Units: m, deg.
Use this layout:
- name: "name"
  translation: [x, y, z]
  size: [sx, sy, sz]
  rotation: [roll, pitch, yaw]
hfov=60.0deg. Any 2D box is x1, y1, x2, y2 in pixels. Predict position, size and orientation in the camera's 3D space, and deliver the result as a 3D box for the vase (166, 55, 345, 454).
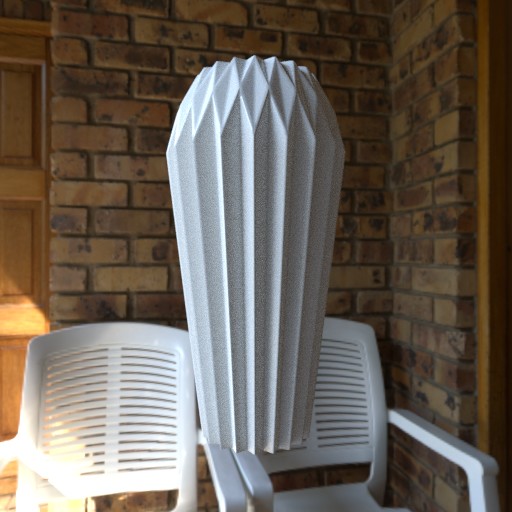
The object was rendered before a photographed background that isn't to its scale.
- name: "vase"
  translation: [0.000, 0.000, 0.334]
  size: [0.133, 0.263, 0.133]
  rotation: [0, 0, 0]
